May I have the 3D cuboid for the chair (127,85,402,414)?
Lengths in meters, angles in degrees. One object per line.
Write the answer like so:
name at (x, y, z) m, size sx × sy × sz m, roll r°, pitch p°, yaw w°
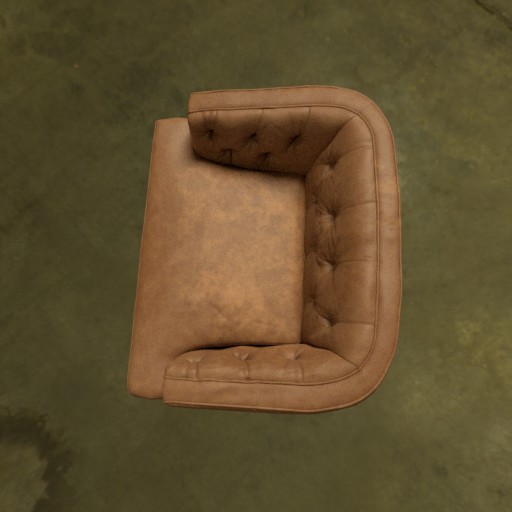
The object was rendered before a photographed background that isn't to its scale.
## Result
chair at (0.000, 0.000, 1.752) m, size 0.911 × 0.836 × 1.119 m, roll 3°, pitch 77°, yaw 1°
